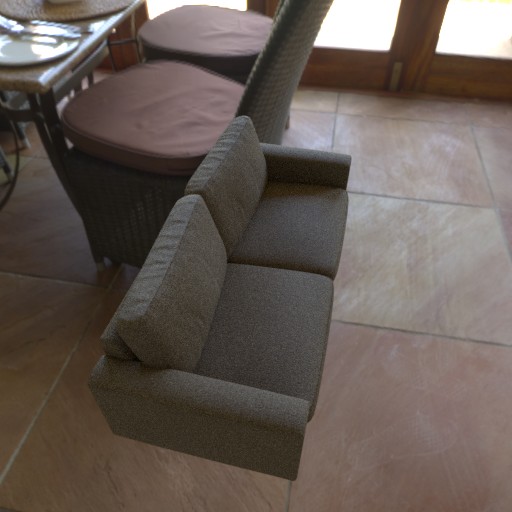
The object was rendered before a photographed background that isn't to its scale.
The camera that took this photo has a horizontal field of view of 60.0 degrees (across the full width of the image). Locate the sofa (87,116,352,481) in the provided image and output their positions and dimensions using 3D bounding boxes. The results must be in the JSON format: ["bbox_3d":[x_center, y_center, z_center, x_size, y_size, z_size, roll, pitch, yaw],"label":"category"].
[{"bbox_3d":[0.000,0.000,2.707,1.016,0.873,2.179,10,46,10],"label":"sofa"}]
